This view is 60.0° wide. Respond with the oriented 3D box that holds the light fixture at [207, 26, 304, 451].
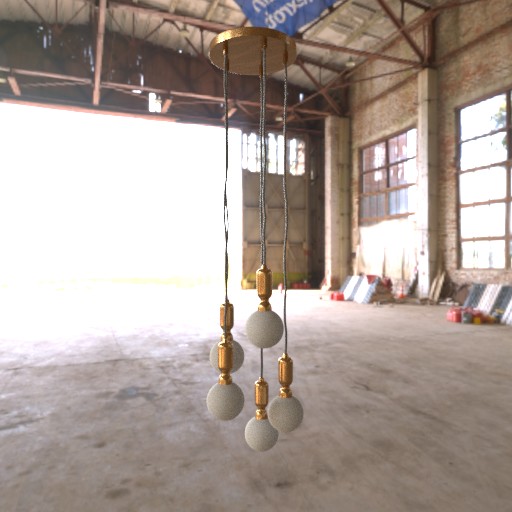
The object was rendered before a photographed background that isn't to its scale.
[{"bbox_3d":[0.000,0.000,0.488,0.105,0.457,0.108,0,0,-2],"label":"light fixture"}]
